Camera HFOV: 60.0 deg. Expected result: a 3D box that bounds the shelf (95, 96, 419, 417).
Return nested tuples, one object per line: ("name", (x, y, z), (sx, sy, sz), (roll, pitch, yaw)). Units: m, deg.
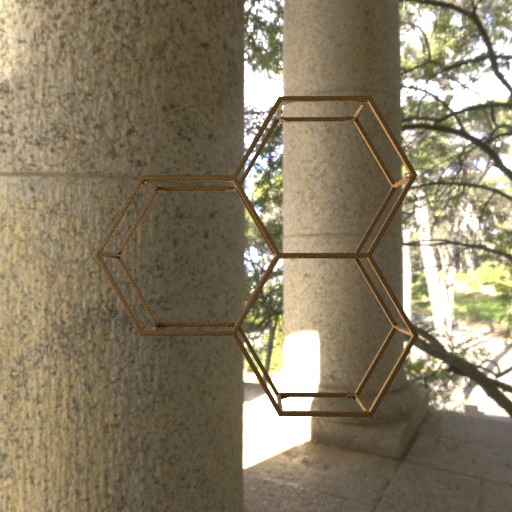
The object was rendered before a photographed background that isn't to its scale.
("shelf", (0.000, 0.000, 1.044), (0.708, 0.701, 0.150), (0, -1, 0))
